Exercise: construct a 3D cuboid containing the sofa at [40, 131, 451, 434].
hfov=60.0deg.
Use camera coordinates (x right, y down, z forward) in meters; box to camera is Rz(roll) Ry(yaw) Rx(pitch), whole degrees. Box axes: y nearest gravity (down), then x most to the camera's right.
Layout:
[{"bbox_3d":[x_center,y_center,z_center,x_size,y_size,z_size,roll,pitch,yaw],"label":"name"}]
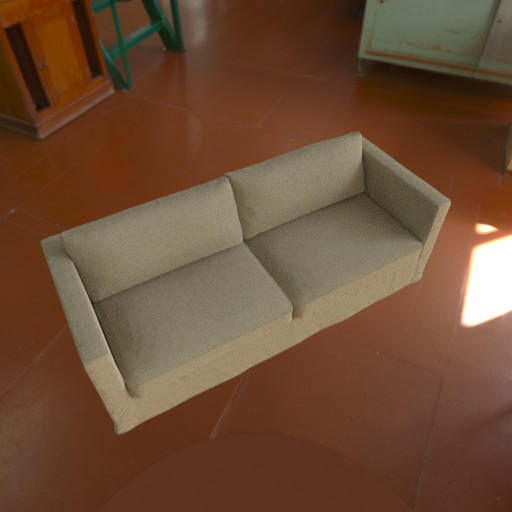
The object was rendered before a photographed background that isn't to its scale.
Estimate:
[{"bbox_3d":[0.000,0.000,2.786,2.296,0.847,0.956,-23,51,-20],"label":"sofa"}]
